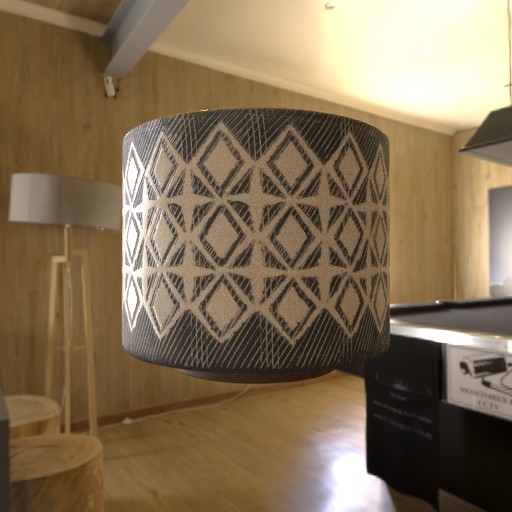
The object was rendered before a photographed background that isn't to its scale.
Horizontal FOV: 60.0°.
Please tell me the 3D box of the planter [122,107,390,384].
[{"bbox_3d":[0.000,0.000,0.219,0.126,0.104,0.126,0,-1,0],"label":"planter"}]
